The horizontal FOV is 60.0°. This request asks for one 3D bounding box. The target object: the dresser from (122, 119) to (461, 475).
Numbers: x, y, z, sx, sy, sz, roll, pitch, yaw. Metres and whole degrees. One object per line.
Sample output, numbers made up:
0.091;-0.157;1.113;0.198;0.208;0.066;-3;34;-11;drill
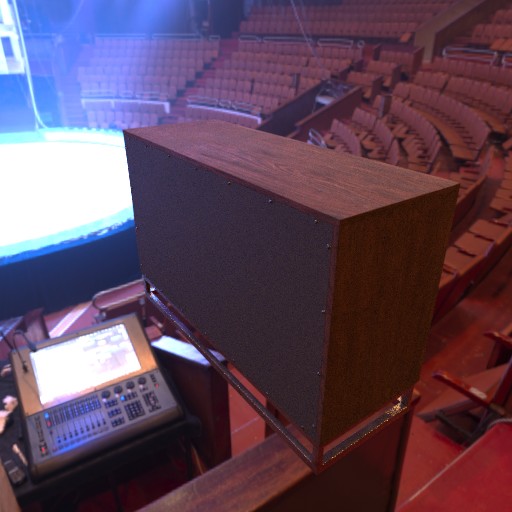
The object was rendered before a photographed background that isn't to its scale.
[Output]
0.000;0.000;2.218;0.623;1.061;1.646;-18;31;-32;dresser
